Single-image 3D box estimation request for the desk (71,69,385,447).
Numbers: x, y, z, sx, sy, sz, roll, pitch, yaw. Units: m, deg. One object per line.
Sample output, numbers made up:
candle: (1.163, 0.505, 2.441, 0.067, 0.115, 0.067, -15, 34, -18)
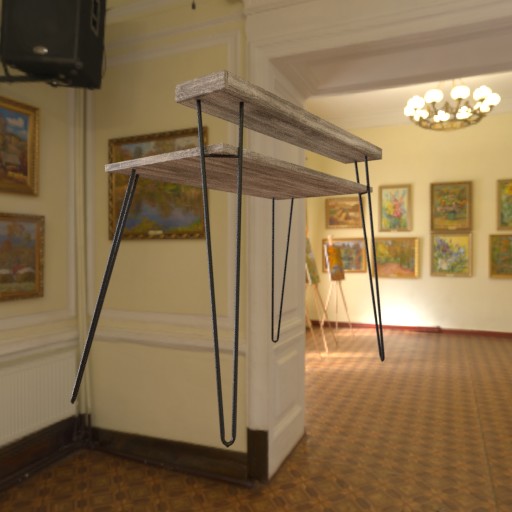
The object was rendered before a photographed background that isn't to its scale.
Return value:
desk: (0.000, 0.000, 1.631, 0.605, 0.899, 1.135, 1, 1, 36)
